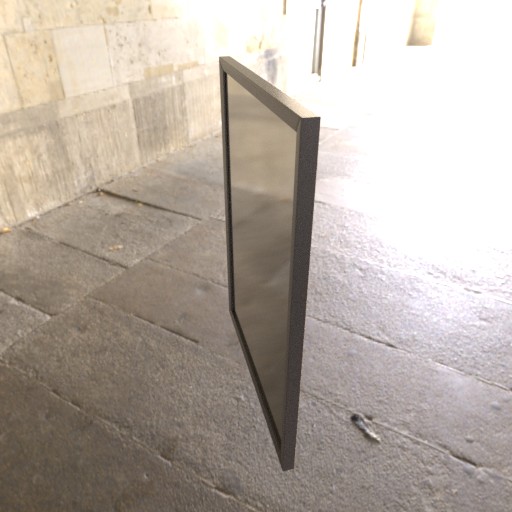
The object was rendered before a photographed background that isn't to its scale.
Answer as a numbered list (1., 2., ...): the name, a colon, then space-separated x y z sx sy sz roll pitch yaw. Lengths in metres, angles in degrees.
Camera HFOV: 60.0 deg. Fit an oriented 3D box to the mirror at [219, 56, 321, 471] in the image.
1. mirror: 0.000 0.000 1.342 0.040 1.016 0.762 -8 33 -13
